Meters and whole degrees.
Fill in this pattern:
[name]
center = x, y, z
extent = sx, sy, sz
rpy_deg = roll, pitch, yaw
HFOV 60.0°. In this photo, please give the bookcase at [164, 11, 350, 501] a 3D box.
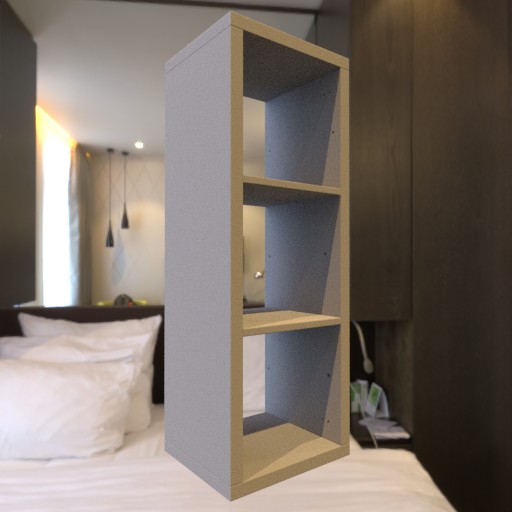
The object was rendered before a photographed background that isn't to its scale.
[bookcase]
center = 0.000, 0.000, 1.223
extent = 0.390, 1.080, 0.330
rpy_deg = 0, -1, -37
